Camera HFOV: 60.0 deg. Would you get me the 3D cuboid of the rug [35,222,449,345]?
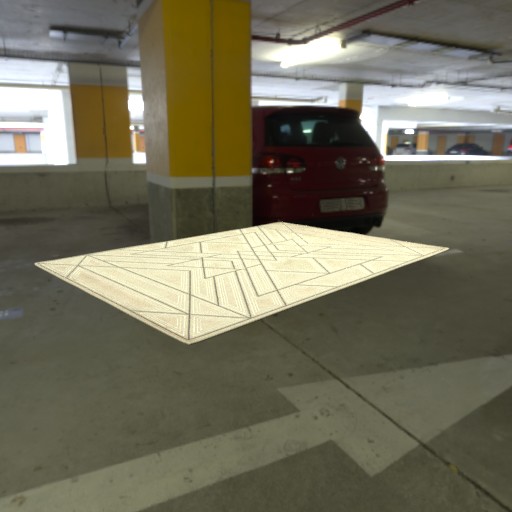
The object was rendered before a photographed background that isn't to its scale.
[{"bbox_3d":[0.000,0.000,4.391,3.381,0.026,2.436,-13,19,-43],"label":"rug"}]
